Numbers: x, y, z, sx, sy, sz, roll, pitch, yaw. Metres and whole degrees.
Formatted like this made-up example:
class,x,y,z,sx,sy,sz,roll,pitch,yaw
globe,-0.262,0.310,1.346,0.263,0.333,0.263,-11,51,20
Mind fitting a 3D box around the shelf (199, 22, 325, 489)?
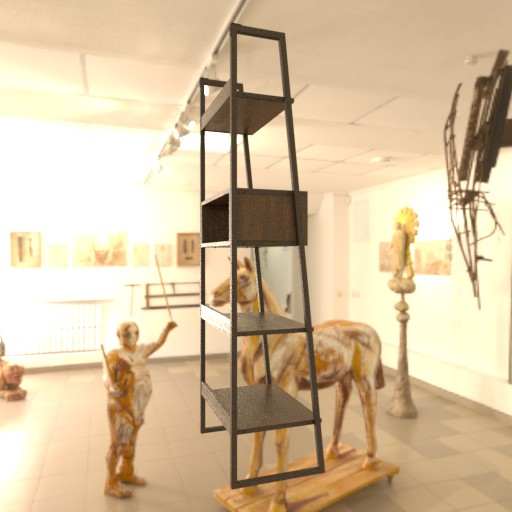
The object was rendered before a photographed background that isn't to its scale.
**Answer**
class,x,y,z,sx,sy,sz,roll,pitch,yaw
shelf,0.000,0.000,2.279,0.454,2.005,0.652,0,0,-19
